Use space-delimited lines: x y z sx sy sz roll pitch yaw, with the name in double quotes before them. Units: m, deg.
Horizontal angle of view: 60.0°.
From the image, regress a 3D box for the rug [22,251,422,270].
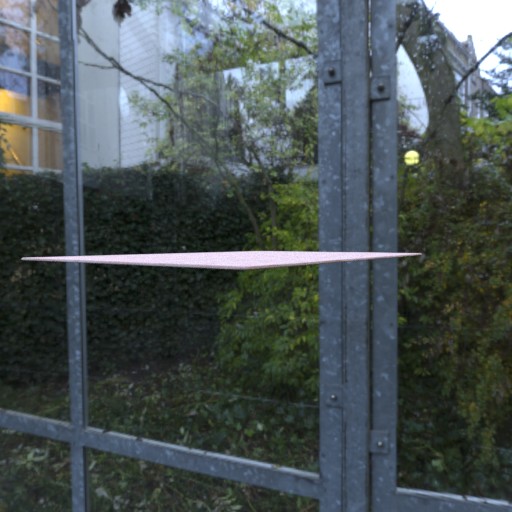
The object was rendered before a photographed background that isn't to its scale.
"rug" 0.000 0.000 3.028 1.609 0.015 2.390 1 2 35
